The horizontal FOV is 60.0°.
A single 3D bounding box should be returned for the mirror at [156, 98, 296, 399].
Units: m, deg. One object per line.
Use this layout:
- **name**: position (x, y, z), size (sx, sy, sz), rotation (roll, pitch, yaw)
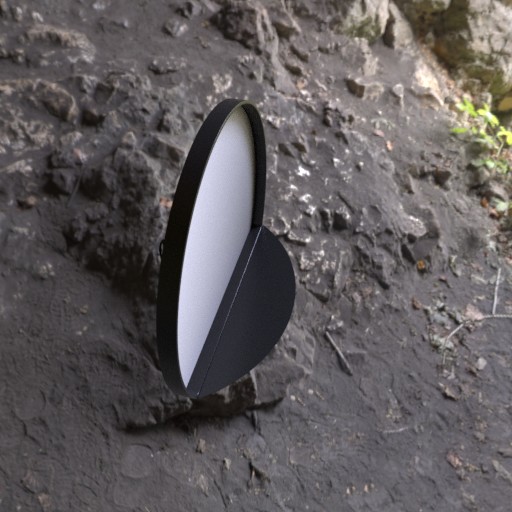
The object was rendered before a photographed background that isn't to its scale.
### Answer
- **mirror**: position (0.000, 0.000, 0.698), size (0.133, 0.457, 0.457), rotation (10, 46, 10)
